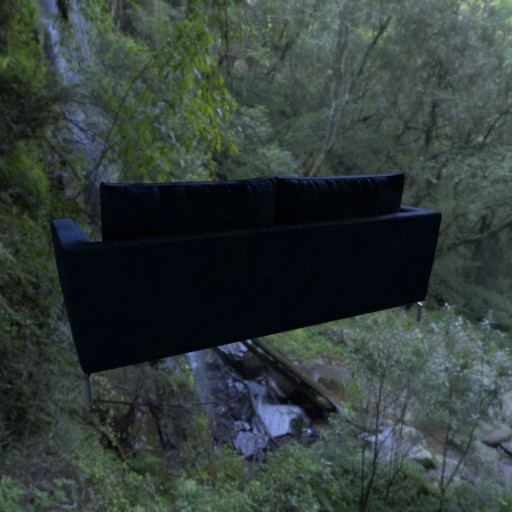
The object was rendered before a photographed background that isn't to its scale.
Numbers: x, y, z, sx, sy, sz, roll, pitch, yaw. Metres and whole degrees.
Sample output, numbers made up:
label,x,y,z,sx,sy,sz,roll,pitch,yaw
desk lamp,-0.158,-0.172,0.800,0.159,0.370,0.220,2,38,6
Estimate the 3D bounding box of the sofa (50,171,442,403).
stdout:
label,x,y,z,sx,sy,sz,roll,pitch,yaw
sofa,0.000,0.000,2.711,2.212,0.998,0.853,-7,16,-26
